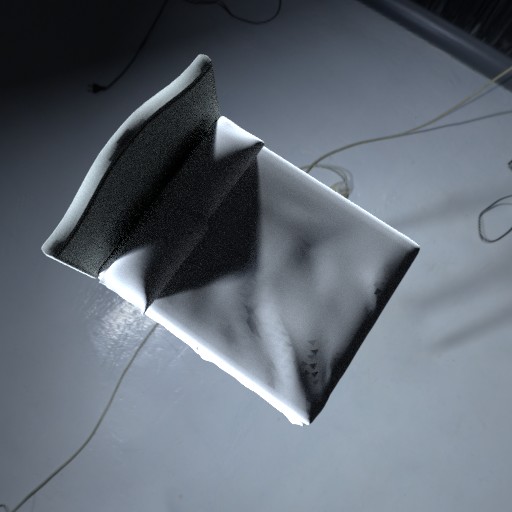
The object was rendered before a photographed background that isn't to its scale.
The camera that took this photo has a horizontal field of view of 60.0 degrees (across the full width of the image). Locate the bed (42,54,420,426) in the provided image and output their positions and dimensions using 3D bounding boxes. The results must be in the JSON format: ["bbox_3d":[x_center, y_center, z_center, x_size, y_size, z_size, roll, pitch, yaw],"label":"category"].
[{"bbox_3d":[0.000,0.000,3.410,2.180,1.607,1.813,34,79,7],"label":"bed"}]
